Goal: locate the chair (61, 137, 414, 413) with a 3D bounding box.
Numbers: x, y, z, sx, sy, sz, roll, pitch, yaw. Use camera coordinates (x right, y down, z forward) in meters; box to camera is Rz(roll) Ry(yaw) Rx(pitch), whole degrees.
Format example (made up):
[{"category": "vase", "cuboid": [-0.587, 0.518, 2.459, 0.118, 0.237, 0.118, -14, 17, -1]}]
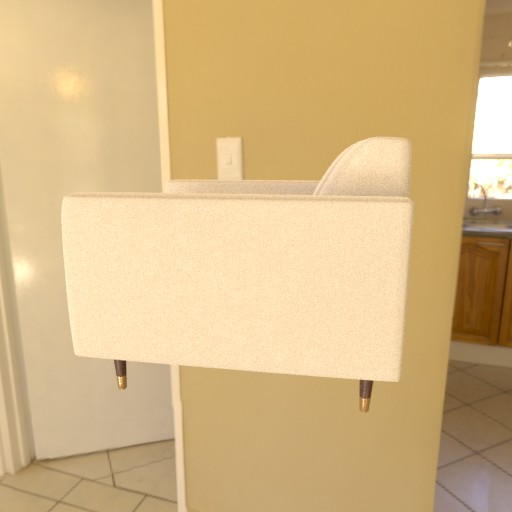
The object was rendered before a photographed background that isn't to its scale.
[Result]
[{"category": "chair", "cuboid": [0.000, 0.000, 1.640, 0.998, 0.819, 0.953, 2, 13, 10]}]
